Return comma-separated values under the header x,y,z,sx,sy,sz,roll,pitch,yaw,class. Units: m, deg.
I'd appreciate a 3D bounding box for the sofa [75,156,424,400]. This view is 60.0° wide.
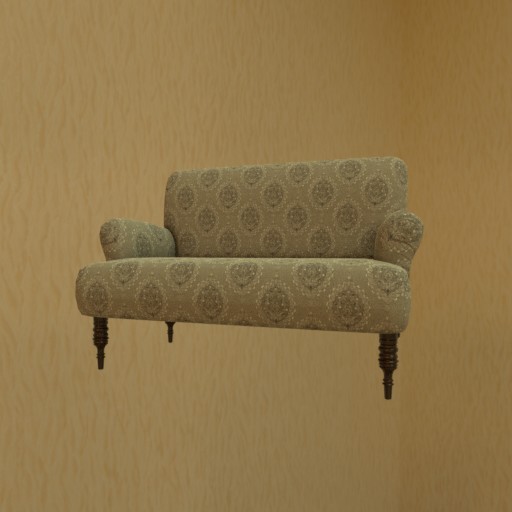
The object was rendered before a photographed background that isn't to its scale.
x,y,z,sx,sy,sz,roll,pitch,yaw,class
0.000,0.000,1.841,1.297,0.889,0.779,0,1,19,sofa
